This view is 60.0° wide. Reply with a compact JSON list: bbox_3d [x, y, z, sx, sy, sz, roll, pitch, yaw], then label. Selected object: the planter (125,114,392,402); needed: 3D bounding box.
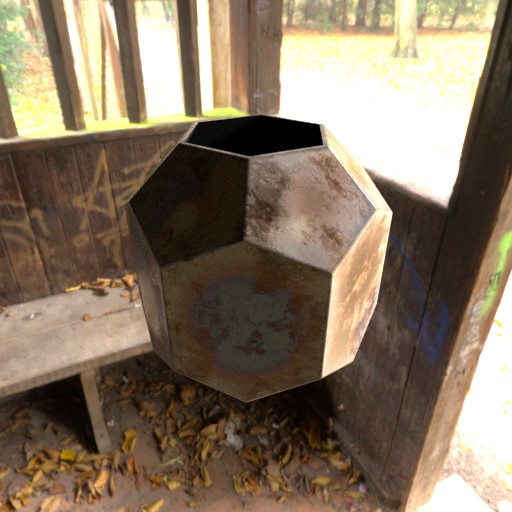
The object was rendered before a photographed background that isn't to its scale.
[{"bbox_3d":[0.000,0.000,0.428,0.221,0.238,0.243,19,36,29],"label":"planter"}]
